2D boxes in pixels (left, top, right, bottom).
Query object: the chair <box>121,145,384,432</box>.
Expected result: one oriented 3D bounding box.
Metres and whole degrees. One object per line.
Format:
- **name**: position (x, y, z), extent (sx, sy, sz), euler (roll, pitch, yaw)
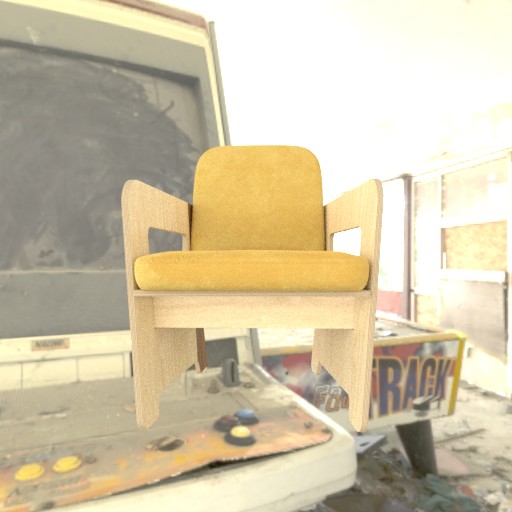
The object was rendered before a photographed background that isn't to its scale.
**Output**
- **chair**: position (0.000, 0.000, 1.283), extent (0.590, 0.800, 0.710), euler (0, -1, 2)
